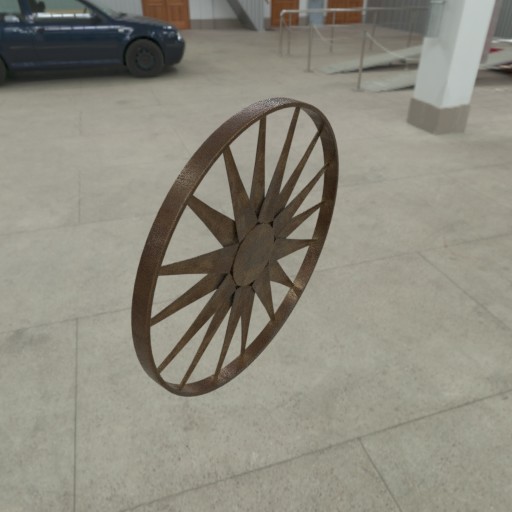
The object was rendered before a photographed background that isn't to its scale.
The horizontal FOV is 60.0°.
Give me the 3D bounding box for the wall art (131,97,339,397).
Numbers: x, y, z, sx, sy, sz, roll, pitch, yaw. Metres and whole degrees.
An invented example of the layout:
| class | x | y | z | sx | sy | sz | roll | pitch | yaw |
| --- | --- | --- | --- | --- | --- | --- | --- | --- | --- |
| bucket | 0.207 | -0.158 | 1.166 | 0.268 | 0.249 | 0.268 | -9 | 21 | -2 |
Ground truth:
| class | x | y | z | sx | sy | sz | roll | pitch | yaw |
| --- | --- | --- | --- | --- | --- | --- | --- | --- | --- |
| wall art | 0.000 | 0.000 | 0.853 | 0.084 | 0.583 | 0.582 | 22 | 38 | 30 |
